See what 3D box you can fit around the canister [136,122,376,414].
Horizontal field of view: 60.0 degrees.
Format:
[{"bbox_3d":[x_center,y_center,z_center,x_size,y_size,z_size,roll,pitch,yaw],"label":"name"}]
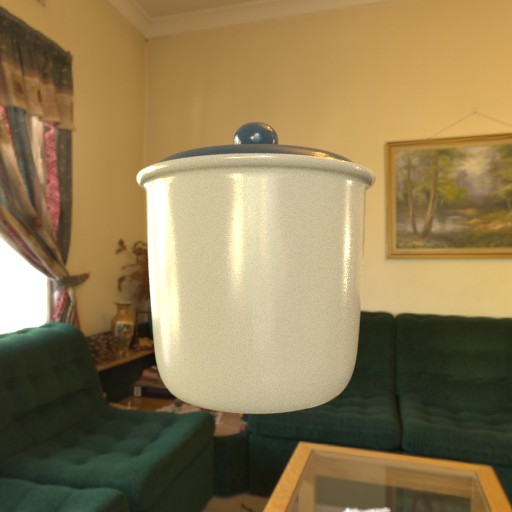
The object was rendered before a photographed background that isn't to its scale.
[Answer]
[{"bbox_3d":[0.000,0.000,0.348,0.182,0.208,0.182,0,-1,0],"label":"canister"}]
